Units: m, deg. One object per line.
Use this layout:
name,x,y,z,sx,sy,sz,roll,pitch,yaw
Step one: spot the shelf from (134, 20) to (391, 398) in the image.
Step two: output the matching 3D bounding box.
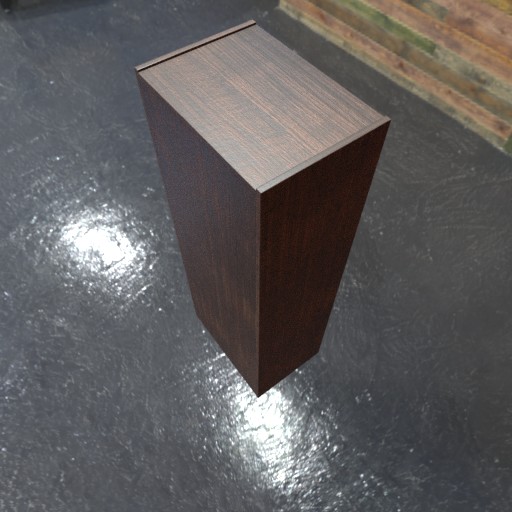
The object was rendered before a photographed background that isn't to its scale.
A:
shelf,0.000,0.000,1.281,0.290,1.099,0.415,-32,62,-19
